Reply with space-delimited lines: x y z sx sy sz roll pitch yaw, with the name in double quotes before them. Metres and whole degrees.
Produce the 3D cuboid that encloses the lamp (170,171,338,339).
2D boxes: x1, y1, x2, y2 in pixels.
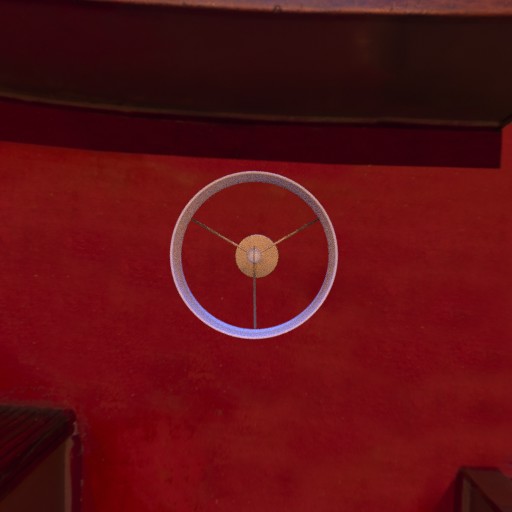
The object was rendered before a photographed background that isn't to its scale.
"lamp" 0.000 0.000 1.697 0.420 1.447 0.420 0 90 0
